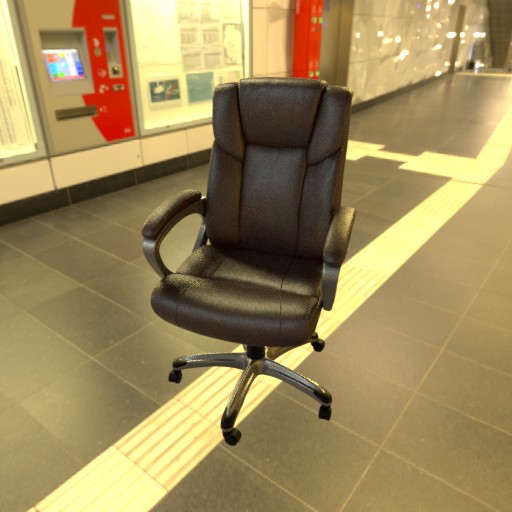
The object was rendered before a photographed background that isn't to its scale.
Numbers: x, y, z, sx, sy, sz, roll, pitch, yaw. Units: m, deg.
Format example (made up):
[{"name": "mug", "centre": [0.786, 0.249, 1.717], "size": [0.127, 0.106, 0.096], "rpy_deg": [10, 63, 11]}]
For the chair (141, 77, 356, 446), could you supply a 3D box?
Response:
[{"name": "chair", "centre": [0.000, 0.000, 1.565], "size": [0.656, 1.128, 0.692], "rpy_deg": [8, 28, 16]}]
